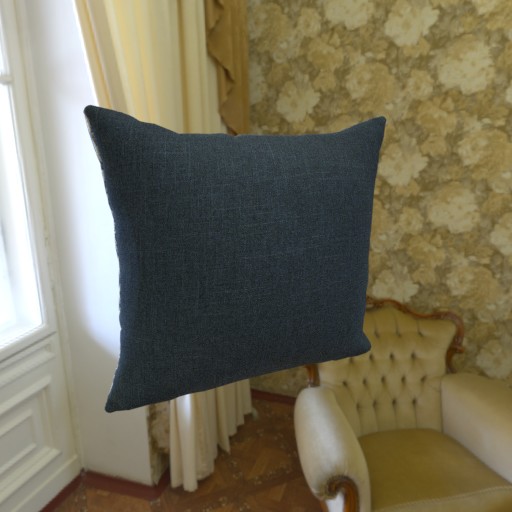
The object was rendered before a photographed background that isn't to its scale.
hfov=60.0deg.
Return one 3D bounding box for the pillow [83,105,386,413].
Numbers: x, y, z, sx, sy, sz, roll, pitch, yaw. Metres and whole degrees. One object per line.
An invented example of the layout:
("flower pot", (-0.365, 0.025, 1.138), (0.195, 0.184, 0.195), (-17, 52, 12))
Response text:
("pillow", (0.000, 0.000, 0.779), (0.546, 0.487, 0.180), (-7, 16, -25))
